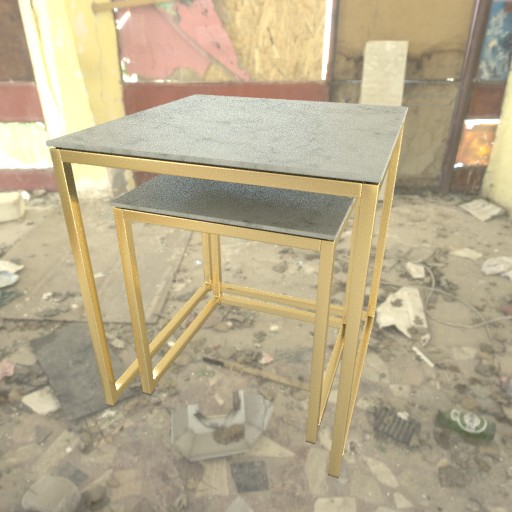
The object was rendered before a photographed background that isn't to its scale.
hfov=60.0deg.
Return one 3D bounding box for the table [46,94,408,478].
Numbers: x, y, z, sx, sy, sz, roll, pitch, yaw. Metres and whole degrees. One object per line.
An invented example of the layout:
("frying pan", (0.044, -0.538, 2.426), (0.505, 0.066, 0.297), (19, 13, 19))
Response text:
("table", (0.000, 0.000, 0.842), (0.450, 0.500, 0.450), (10, 30, 18))
